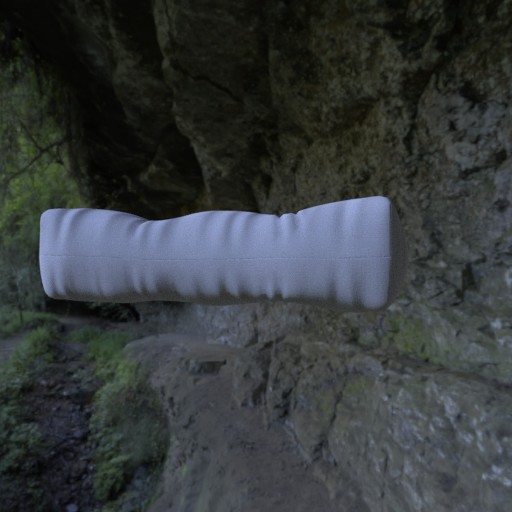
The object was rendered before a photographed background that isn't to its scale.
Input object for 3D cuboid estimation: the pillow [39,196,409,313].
[{"bbox_3d":[0.000,0.000,0.728,0.468,0.128,0.490,0,0,18],"label":"pillow"}]
